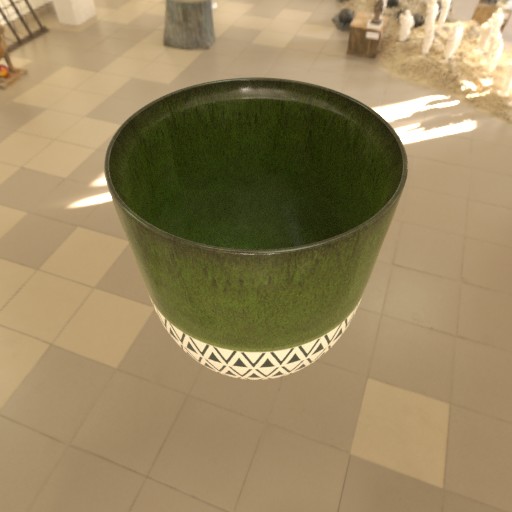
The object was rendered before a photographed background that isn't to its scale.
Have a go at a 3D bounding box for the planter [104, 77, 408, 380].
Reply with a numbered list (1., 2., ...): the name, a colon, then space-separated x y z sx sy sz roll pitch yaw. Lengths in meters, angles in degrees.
1. planter: 0.000 0.000 0.465 0.245 0.270 0.245 0 47 0
